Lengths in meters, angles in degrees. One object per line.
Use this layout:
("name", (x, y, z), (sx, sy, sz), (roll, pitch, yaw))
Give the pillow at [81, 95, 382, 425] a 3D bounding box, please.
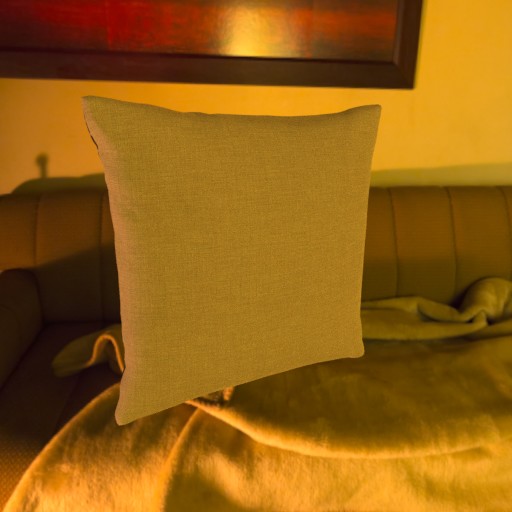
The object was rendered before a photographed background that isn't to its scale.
("pillow", (0.000, 0.000, 0.763), (0.517, 0.508, 0.158), (-8, 18, -27))
